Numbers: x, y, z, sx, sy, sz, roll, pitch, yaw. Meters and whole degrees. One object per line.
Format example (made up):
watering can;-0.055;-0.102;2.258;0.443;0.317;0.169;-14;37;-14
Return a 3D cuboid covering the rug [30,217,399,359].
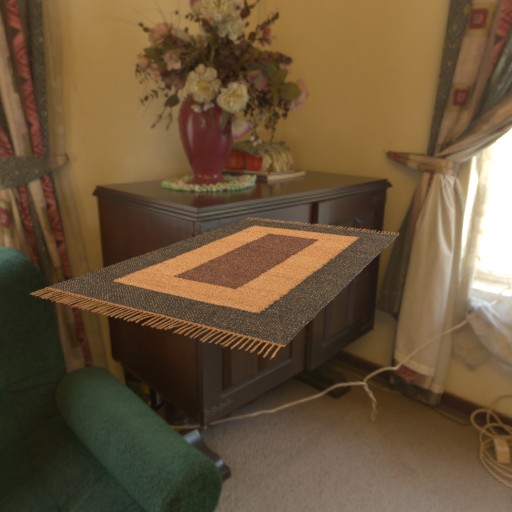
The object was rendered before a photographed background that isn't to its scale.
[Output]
rug;0.000;0.000;1.917;0.920;0.013;1.541;8;18;27
